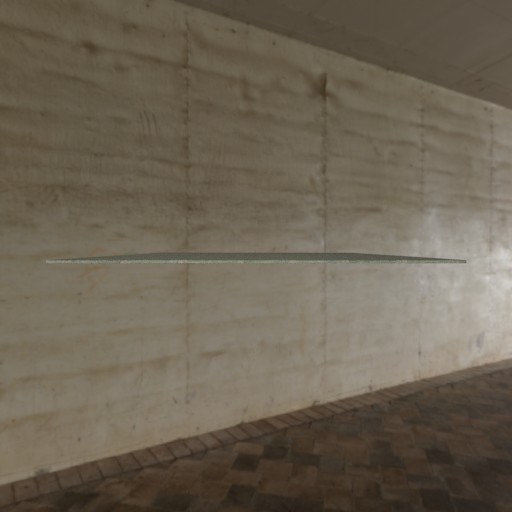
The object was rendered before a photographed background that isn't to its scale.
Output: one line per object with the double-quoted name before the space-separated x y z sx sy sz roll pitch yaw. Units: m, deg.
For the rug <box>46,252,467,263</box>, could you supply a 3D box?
"rug" 0.000 0.000 4.064 2.420 0.019 3.039 0 1 0
